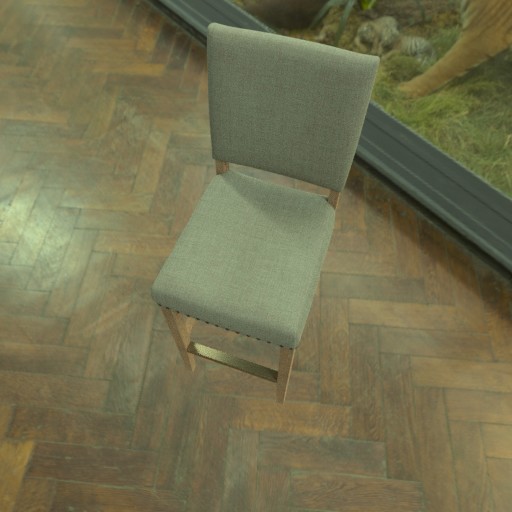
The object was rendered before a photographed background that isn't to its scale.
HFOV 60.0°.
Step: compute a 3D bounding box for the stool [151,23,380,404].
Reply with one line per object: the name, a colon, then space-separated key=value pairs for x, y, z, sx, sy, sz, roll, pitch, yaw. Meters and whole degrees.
stool: x=0.000 y=0.000 z=1.459 sx=0.445 sy=1.203 sz=0.585 roll=17 pitch=60 yaw=10
